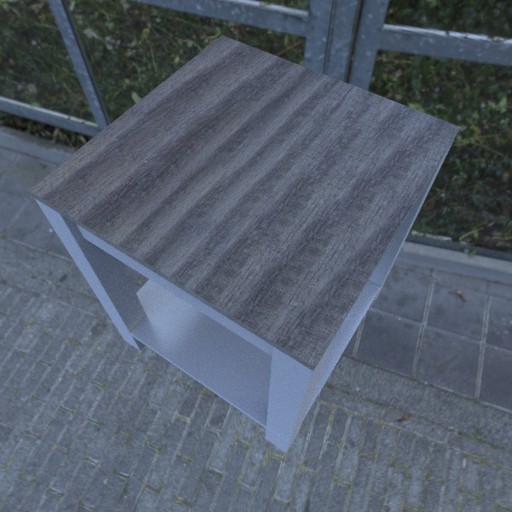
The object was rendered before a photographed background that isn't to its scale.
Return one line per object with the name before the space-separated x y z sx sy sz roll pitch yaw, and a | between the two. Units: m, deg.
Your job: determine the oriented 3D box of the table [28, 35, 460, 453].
table | 0.000 0.000 0.964 0.504 0.587 0.506 29 61 18
